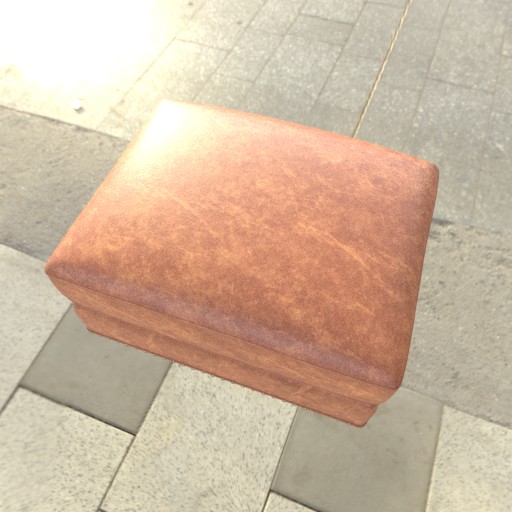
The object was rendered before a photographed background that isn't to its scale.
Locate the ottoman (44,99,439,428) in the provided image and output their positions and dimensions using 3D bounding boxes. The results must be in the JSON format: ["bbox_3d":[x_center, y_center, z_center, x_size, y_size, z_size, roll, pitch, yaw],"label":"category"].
[{"bbox_3d":[0.000,0.000,1.121,0.742,0.486,0.586,17,60,10],"label":"ottoman"}]
